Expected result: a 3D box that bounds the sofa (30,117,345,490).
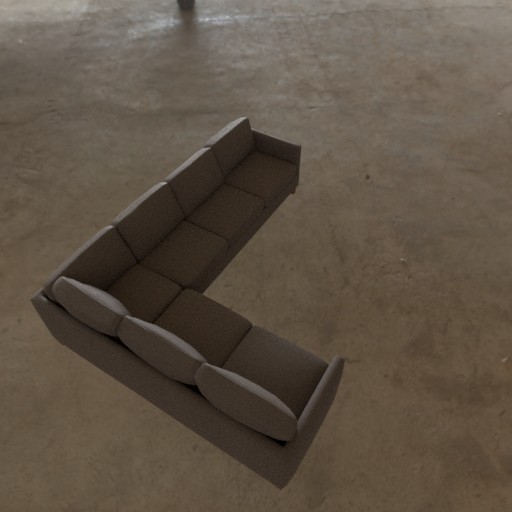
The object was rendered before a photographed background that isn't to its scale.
[{"bbox_3d":[0.000,0.000,4.437,2.593,0.947,3.302,25,53,21],"label":"sofa"}]
